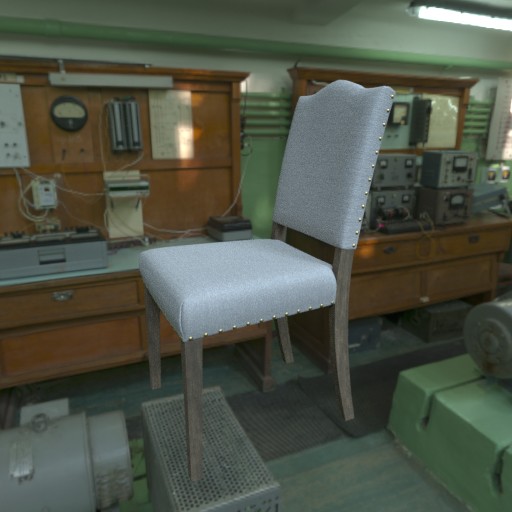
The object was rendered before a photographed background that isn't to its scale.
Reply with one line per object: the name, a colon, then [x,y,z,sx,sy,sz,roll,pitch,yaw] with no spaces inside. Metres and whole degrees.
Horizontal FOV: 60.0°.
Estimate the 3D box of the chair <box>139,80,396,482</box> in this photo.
chair: [0.000,0.000,1.344,0.620,1.020,0.508,-7,18,-24]
